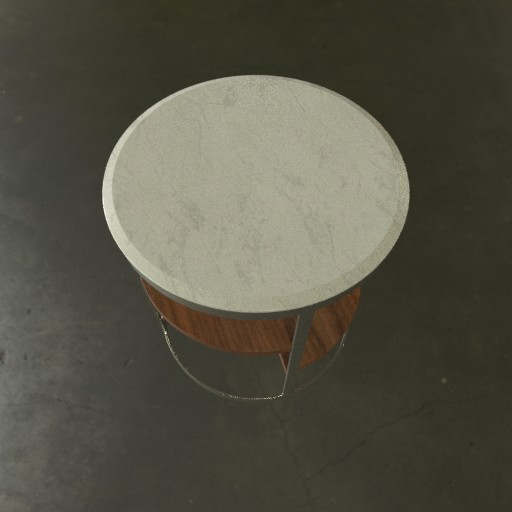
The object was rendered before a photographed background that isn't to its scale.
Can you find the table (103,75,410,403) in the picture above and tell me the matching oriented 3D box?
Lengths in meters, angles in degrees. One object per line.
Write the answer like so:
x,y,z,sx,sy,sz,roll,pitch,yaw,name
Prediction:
0.000,0.000,0.783,0.407,0.447,0.407,0,59,0,table
